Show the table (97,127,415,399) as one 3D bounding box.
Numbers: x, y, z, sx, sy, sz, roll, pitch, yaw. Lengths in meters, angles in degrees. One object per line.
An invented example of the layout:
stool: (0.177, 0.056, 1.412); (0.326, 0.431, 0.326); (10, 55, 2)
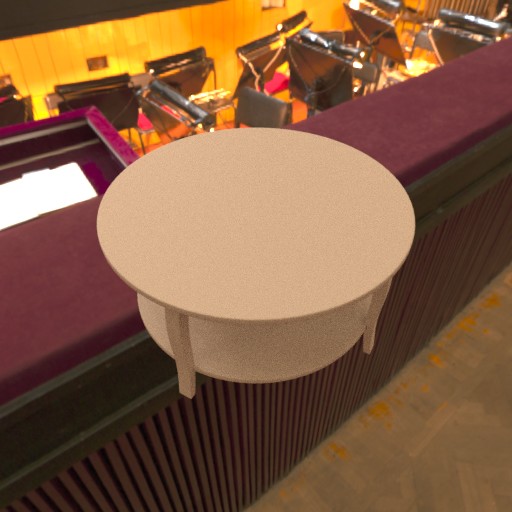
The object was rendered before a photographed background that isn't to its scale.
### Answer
table: (0.000, 0.000, 1.463); (0.910, 0.457, 0.910); (0, 43, 0)
